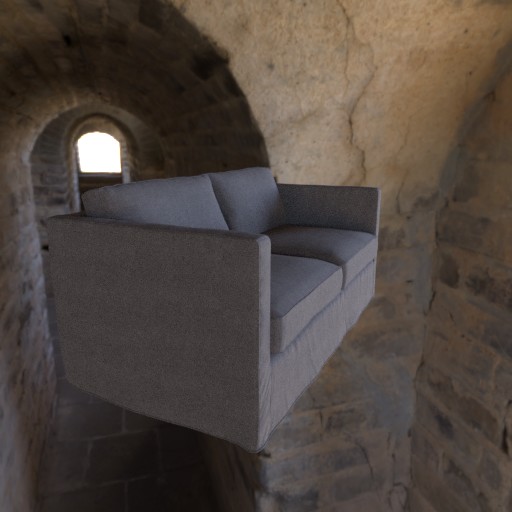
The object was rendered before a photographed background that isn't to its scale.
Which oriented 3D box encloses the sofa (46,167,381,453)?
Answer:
[{"bbox_3d":[0.000,0.000,2.346,0.974,0.854,1.802,7,16,26],"label":"sofa"}]
